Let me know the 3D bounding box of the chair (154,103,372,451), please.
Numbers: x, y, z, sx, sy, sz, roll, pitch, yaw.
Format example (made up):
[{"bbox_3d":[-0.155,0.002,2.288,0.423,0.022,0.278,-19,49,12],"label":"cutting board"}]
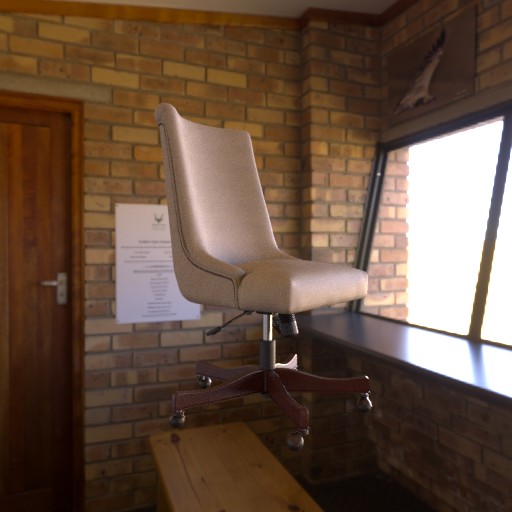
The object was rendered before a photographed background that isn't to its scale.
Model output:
[{"bbox_3d":[0.000,0.000,1.497,0.696,1.010,0.645,0,1,36],"label":"chair"}]
